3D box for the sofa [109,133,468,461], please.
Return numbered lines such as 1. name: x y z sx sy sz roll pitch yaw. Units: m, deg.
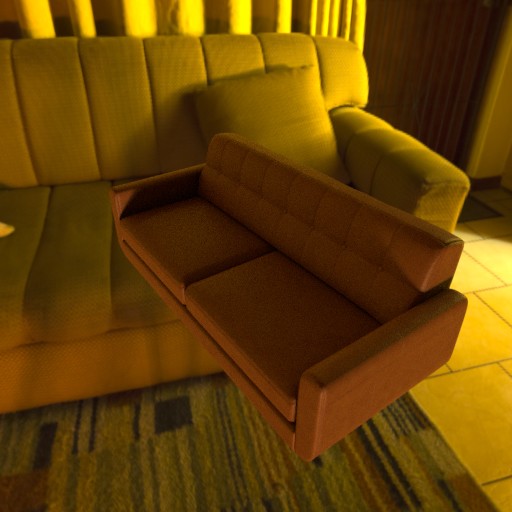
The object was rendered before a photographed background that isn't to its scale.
1. sofa: 0.000 0.000 2.610 0.980 0.892 2.137 -21 39 -29
